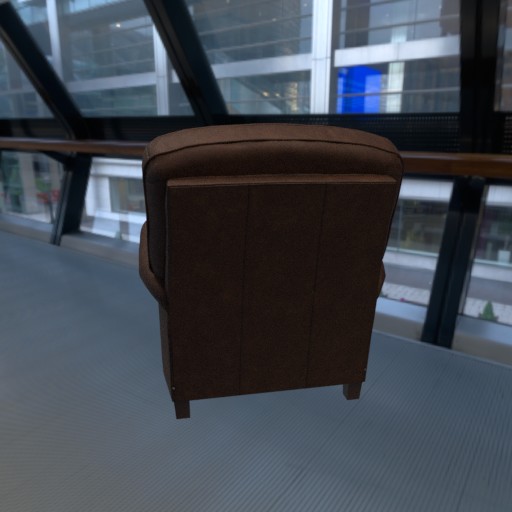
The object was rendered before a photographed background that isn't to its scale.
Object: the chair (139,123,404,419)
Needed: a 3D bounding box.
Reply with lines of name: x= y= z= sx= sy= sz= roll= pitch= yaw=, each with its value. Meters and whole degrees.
chair: x=0.000 y=0.000 z=1.811 sx=0.936 sy=1.018 sz=0.986 roll=-3 pitch=15 yaw=-10
